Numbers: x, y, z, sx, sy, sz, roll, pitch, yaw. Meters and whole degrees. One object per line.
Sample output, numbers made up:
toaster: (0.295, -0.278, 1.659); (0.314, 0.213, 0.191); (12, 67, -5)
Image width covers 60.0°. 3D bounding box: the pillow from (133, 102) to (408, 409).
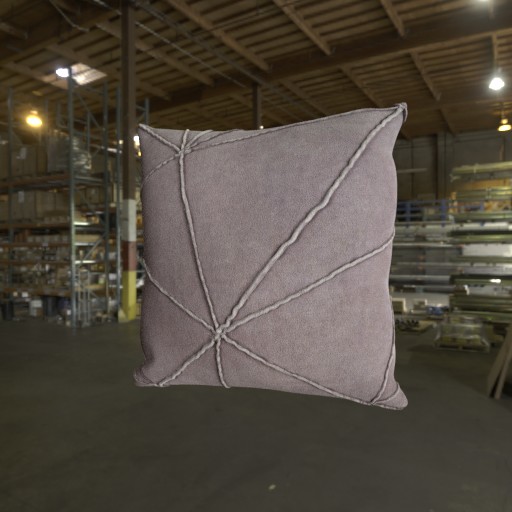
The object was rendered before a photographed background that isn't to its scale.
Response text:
pillow: (0.000, 0.000, 0.678); (0.439, 0.440, 0.185); (0, 0, 18)
